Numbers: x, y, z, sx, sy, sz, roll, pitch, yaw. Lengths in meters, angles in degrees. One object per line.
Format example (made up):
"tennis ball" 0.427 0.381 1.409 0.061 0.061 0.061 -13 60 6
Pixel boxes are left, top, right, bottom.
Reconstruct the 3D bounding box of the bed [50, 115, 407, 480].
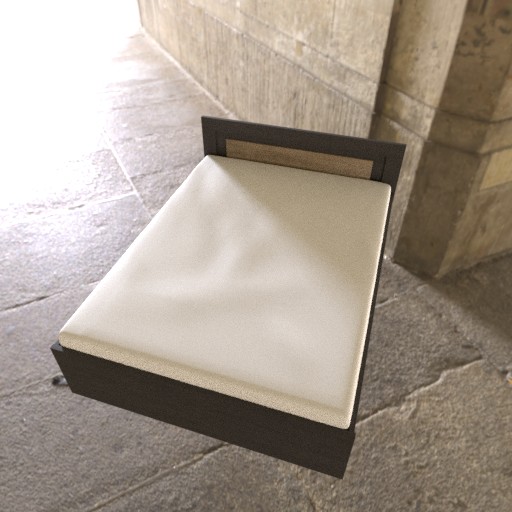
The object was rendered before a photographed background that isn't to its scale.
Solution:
"bed" 0.000 0.000 2.874 1.585 0.823 2.073 12 43 13
